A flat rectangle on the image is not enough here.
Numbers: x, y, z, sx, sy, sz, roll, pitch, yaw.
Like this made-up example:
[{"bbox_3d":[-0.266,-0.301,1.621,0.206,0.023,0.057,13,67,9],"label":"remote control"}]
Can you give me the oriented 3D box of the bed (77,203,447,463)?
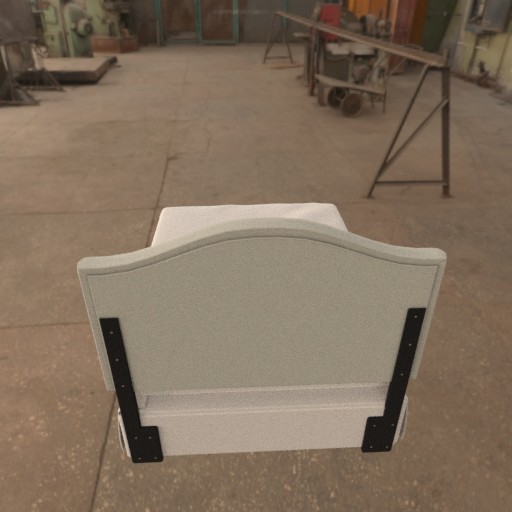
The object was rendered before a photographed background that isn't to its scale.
[{"bbox_3d":[0.000,0.000,3.265,1.813,1.607,2.180,-2,31,-3],"label":"bed"}]
